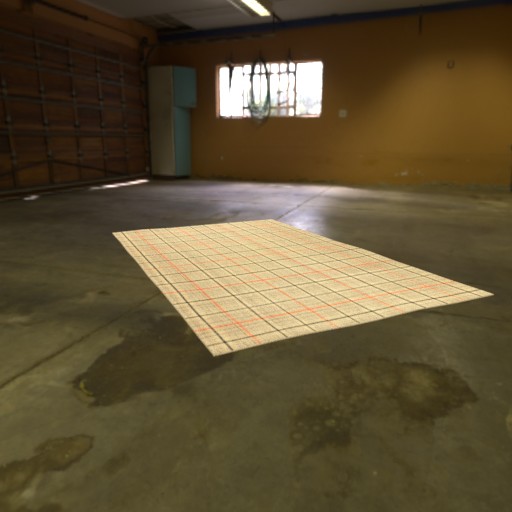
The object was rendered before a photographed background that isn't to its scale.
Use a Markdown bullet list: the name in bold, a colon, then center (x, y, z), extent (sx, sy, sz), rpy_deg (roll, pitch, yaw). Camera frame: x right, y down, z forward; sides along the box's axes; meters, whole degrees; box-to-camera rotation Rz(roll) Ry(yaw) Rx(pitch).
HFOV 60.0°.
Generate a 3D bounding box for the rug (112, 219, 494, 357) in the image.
- **rug**: center (0.000, 0.000, 3.007), extent (1.524, 0.015, 2.439), rpy_deg (-7, 16, -25)
